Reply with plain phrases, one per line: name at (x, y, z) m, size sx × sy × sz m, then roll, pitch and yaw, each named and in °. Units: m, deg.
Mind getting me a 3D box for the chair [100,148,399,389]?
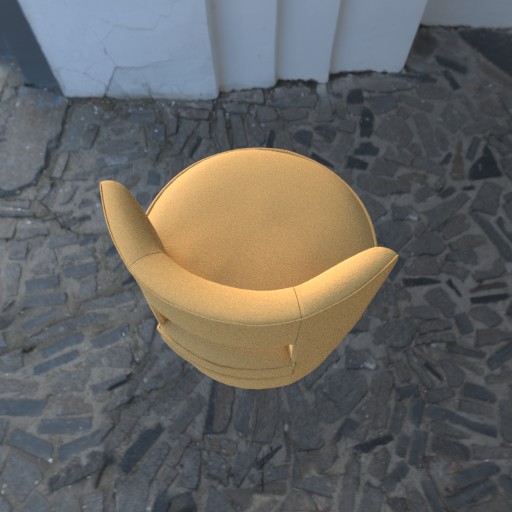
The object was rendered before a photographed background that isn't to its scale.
chair at (0.000, 0.000, 1.222) m, size 0.650 × 0.723 × 0.665 m, roll 14°, pitch 65°, yaw 7°
